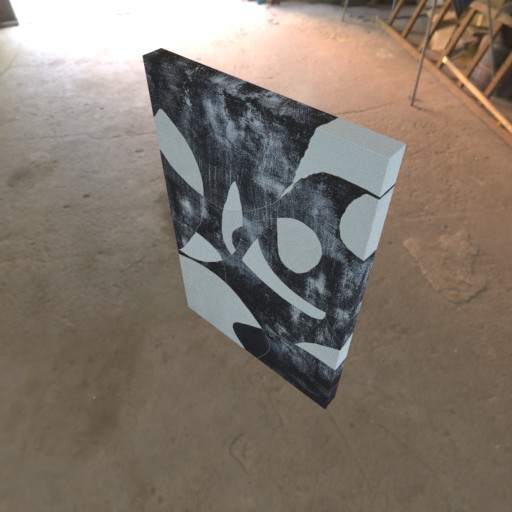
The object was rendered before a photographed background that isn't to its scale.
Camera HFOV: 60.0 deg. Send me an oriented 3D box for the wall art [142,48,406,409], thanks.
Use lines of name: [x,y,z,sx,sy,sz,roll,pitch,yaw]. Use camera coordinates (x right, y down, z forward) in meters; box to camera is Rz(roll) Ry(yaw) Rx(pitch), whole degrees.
wall art: [0.000,0.000,0.792,0.407,0.610,0.039,32,54,27]
